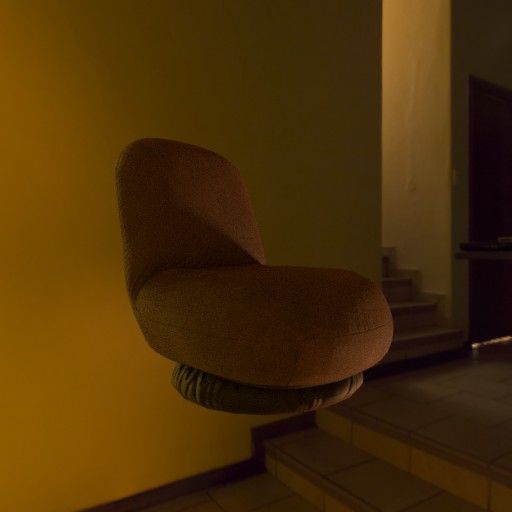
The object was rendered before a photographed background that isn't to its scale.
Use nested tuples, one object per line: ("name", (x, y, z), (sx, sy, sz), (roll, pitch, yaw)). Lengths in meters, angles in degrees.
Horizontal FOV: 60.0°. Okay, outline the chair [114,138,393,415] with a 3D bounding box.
("chair", (0.000, 0.000, 1.038), (0.597, 0.594, 0.521), (0, 0, 36))
